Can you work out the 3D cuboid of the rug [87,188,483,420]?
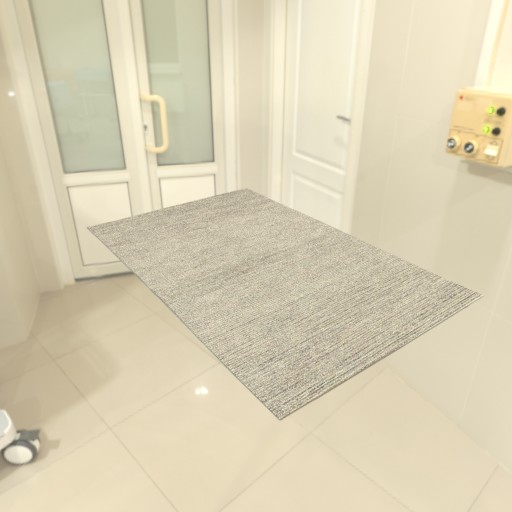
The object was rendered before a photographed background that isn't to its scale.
[{"bbox_3d":[0.000,0.000,2.279,1.162,0.022,1.804,-19,33,-32],"label":"rug"}]
